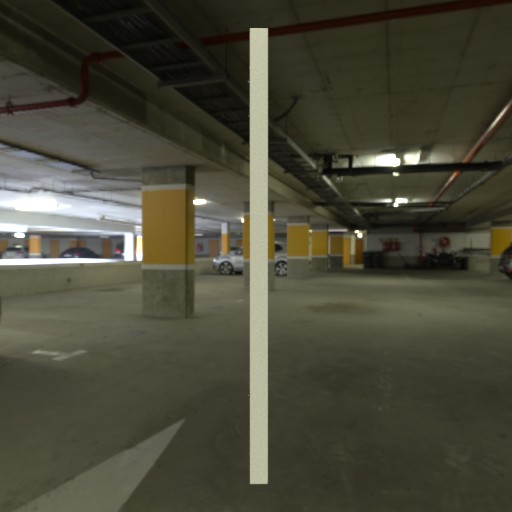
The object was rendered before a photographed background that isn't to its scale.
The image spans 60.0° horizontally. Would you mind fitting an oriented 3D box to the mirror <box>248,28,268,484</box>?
[{"bbox_3d":[0.000,0.000,1.194,0.041,0.914,0.609,0,1,-1],"label":"mirror"}]
